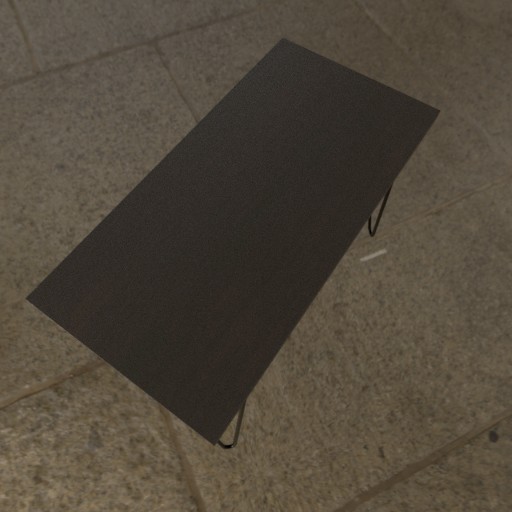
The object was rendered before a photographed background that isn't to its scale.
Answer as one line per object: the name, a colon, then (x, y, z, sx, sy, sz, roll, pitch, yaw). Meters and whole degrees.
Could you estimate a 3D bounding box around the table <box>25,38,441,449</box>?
table: (0.000, 0.000, 1.347, 0.499, 0.660, 0.991, 32, 68, 15)
